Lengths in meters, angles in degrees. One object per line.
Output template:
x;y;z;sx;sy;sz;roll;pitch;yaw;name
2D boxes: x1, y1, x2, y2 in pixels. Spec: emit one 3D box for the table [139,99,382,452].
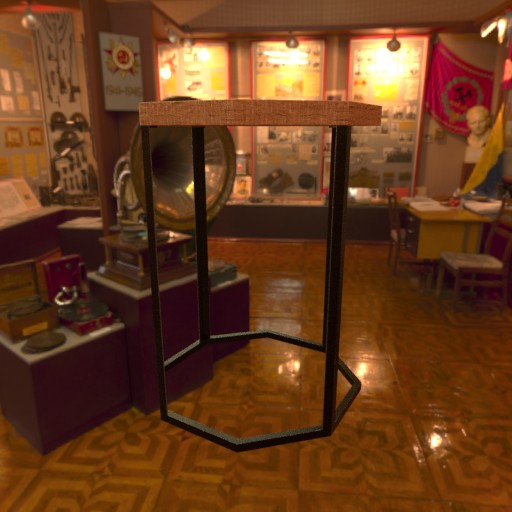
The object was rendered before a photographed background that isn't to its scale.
0.000;0.000;0.865;0.437;0.553;0.437;2;16;8;table
